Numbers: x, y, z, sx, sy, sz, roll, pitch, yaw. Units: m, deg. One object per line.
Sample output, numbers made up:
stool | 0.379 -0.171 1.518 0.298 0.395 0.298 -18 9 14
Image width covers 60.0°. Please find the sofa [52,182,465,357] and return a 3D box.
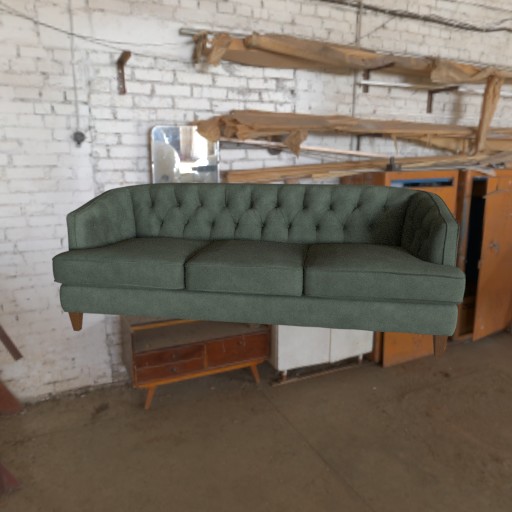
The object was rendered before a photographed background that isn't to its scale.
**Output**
sofa | 0.000 0.000 2.799 2.278 0.855 0.941 2 13 9
